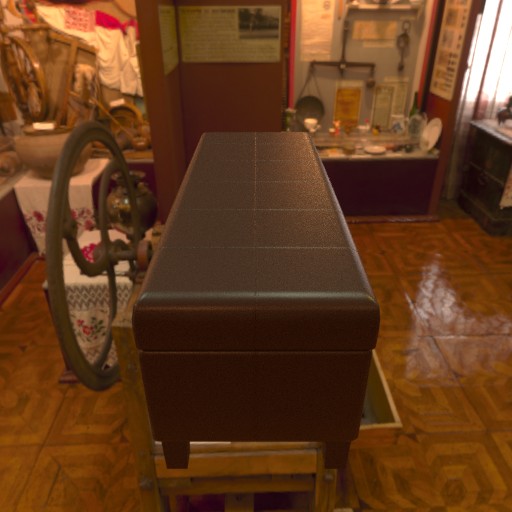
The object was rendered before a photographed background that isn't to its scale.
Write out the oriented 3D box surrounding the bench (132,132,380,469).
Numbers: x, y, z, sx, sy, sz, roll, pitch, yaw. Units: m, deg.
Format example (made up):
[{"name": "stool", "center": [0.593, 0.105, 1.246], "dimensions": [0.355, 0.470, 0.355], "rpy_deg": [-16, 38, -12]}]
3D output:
[{"name": "bench", "center": [0.000, 0.000, 1.300], "dimensions": [0.429, 0.457, 1.092], "rpy_deg": [0, 30, 0]}]
